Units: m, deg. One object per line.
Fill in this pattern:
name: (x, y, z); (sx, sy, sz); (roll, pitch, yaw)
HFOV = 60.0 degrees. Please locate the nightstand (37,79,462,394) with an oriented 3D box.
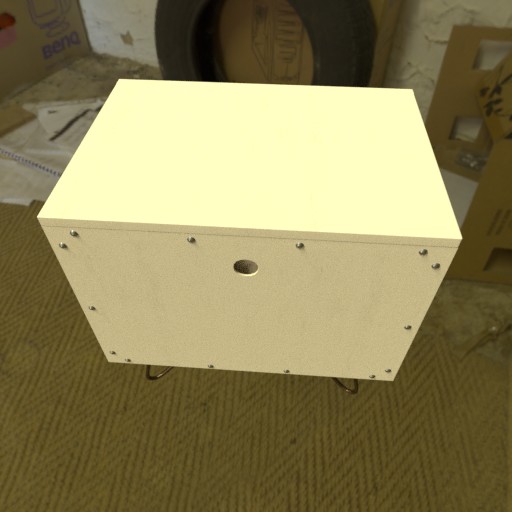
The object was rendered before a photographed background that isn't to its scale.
nightstand: (0.000, 0.000, 1.007); (0.614, 0.604, 0.447); (3, 48, 3)
